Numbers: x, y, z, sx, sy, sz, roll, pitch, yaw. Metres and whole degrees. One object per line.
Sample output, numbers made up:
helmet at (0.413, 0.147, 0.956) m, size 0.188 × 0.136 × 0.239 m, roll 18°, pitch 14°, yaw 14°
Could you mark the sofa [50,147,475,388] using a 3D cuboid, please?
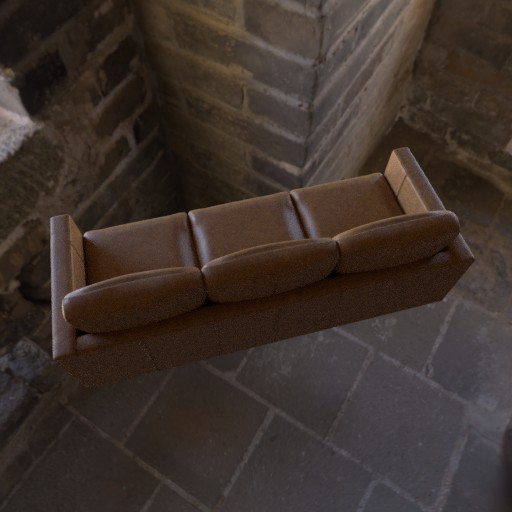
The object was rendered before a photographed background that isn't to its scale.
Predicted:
sofa at (0.000, 0.000, 2.665) m, size 2.231 × 0.930 × 0.903 m, roll -12°, pitch 59°, yaw -7°
